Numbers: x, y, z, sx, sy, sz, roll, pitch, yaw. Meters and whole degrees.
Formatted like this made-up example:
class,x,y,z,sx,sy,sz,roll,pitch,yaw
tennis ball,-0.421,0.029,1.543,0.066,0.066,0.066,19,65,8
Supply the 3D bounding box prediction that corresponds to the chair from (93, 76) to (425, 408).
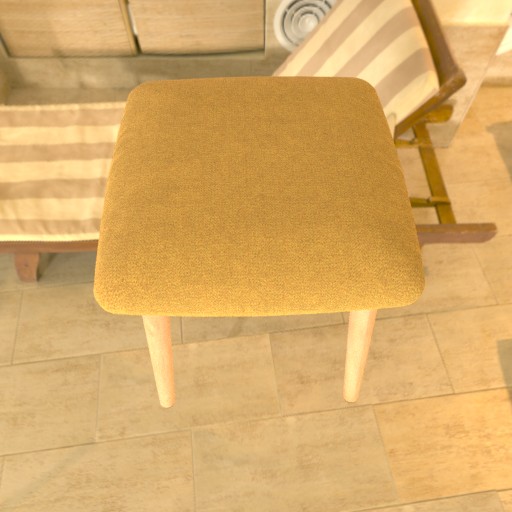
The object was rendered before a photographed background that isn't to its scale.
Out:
class,x,y,z,sx,sy,sz,roll,pitch,yaw
chair,0.000,0.000,0.674,0.350,0.440,0.350,-1,58,-1
